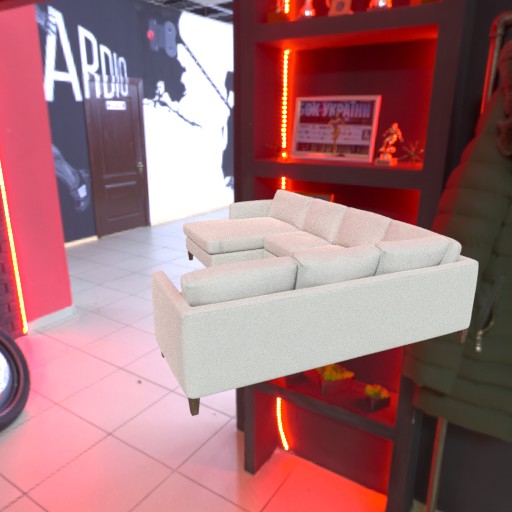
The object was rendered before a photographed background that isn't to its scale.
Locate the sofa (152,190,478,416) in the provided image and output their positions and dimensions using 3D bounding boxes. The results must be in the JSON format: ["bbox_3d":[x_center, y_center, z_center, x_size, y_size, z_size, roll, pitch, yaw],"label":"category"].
[{"bbox_3d":[0.000,0.000,4.736,2.593,0.956,3.459,-8,18,-23],"label":"sofa"}]
